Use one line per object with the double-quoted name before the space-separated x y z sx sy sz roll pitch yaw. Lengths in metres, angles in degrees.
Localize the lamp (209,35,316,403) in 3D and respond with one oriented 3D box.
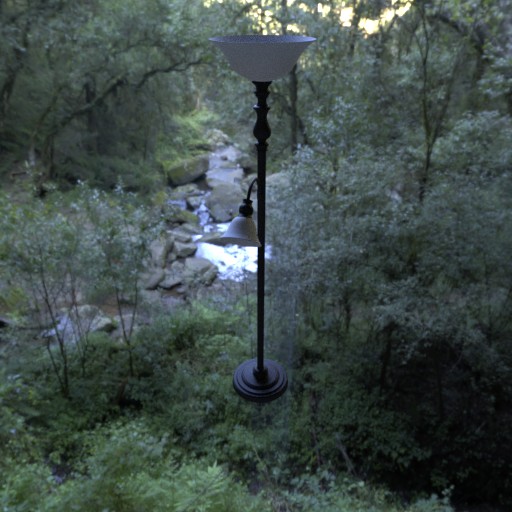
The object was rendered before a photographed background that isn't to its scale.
"lamp" 0.000 0.000 2.044 0.405 1.793 0.588 8 31 13
